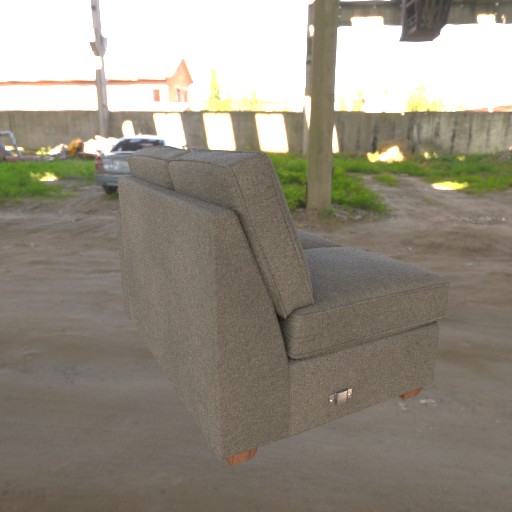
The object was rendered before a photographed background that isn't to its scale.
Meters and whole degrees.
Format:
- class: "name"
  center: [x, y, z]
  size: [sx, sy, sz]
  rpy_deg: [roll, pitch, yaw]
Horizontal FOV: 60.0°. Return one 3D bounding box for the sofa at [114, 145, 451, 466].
- class: "sofa"
  center: [0.000, 0.000, 2.034]
  size: [0.991, 0.989, 1.388]
  rpy_deg: [-8, 17, -27]
